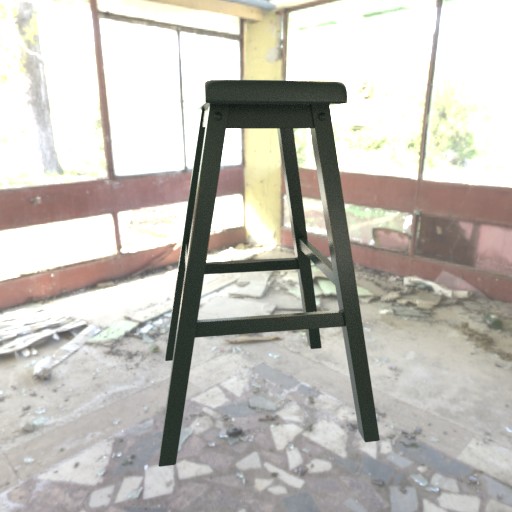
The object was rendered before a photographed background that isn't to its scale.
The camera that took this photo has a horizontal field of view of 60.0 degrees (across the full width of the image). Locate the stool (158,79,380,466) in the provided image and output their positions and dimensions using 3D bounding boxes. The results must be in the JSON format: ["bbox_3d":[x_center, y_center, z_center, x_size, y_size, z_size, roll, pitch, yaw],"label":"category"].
[{"bbox_3d":[0.000,0.000,1.047,0.476,0.737,0.457,-3,17,-9],"label":"stool"}]
